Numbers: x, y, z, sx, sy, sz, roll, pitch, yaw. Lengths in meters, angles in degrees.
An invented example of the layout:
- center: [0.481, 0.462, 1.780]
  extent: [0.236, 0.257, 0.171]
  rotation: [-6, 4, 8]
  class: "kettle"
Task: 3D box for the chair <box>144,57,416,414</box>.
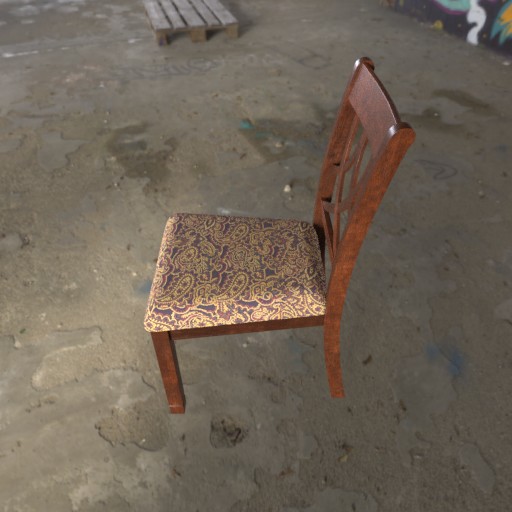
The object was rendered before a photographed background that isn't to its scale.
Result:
- center: [0.000, 0.000, 1.267]
  extent: [0.584, 0.965, 0.457]
  rotation: [0, 42, 0]
  class: "chair"
